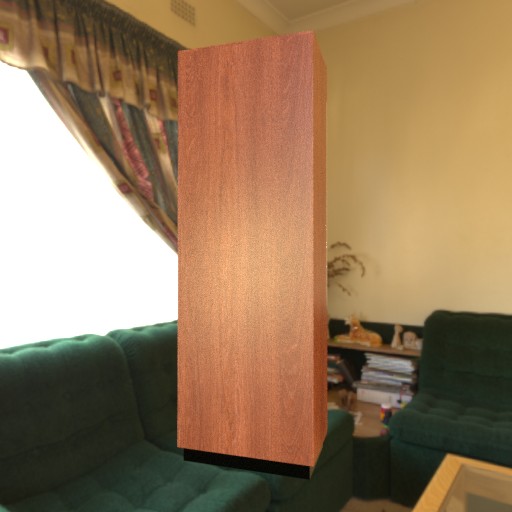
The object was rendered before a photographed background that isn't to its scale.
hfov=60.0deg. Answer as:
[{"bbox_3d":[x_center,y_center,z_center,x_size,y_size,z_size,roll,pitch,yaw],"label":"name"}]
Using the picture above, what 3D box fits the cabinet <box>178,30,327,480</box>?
[{"bbox_3d":[0.000,0.000,2.239,0.660,1.980,0.420,0,0,18],"label":"cabinet"}]
